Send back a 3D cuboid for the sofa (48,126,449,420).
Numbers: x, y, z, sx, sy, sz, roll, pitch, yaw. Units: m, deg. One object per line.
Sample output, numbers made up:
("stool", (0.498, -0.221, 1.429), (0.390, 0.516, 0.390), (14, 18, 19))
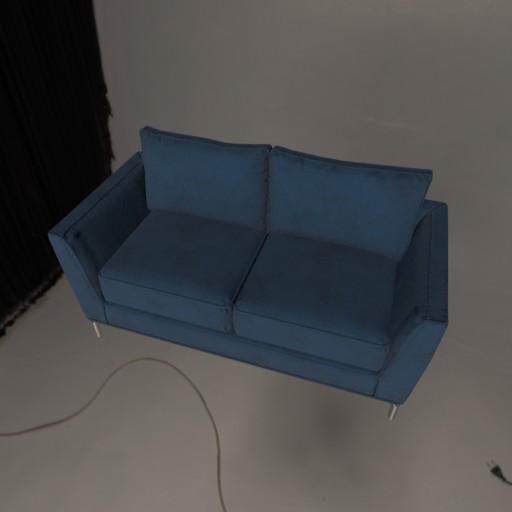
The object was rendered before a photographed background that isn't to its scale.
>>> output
("sofa", (0.000, 0.000, 2.298), (1.770, 1.002, 0.853), (12, 43, 14))
